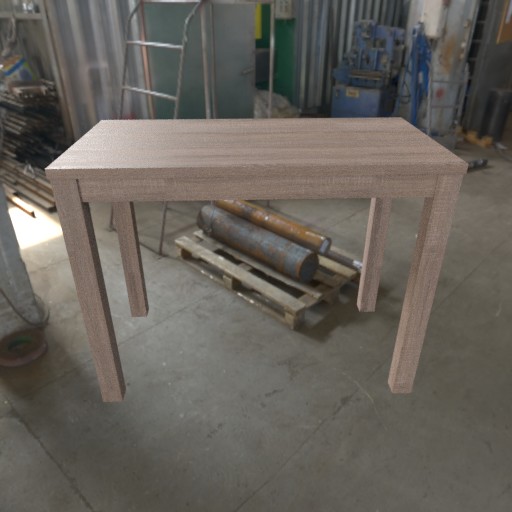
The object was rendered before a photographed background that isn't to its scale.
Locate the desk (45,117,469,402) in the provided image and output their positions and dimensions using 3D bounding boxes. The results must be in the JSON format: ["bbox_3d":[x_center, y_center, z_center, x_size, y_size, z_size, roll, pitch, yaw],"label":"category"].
[{"bbox_3d":[0.000,0.000,1.438,0.991,0.762,0.495,-1,30,-2],"label":"desk"}]
